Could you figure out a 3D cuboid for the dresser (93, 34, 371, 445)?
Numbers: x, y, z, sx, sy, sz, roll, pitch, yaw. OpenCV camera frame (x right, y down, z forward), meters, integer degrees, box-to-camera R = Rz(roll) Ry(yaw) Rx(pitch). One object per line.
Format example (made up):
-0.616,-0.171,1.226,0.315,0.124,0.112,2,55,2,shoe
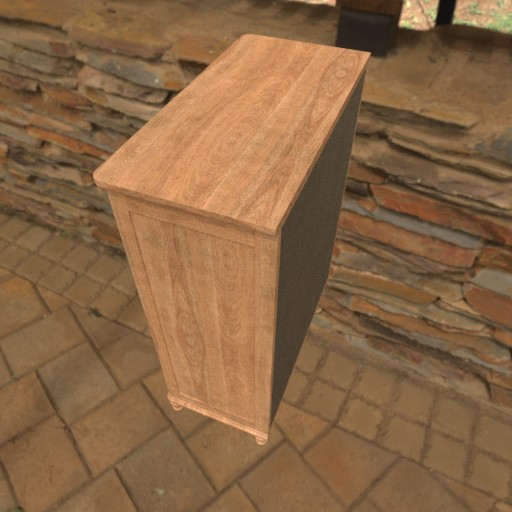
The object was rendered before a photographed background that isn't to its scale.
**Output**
0.000,0.000,1.791,0.484,1.318,0.973,16,49,15,dresser
